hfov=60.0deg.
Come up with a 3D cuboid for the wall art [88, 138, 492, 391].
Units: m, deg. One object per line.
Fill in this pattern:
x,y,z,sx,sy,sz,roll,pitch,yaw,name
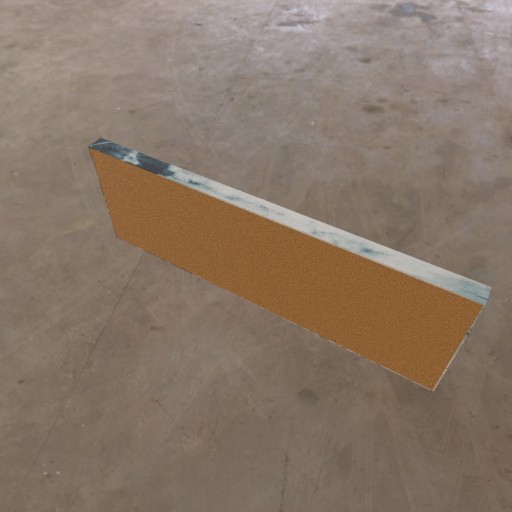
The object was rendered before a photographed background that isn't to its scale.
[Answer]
0.000,0.000,0.842,0.759,0.251,0.037,24,51,21,wall art
